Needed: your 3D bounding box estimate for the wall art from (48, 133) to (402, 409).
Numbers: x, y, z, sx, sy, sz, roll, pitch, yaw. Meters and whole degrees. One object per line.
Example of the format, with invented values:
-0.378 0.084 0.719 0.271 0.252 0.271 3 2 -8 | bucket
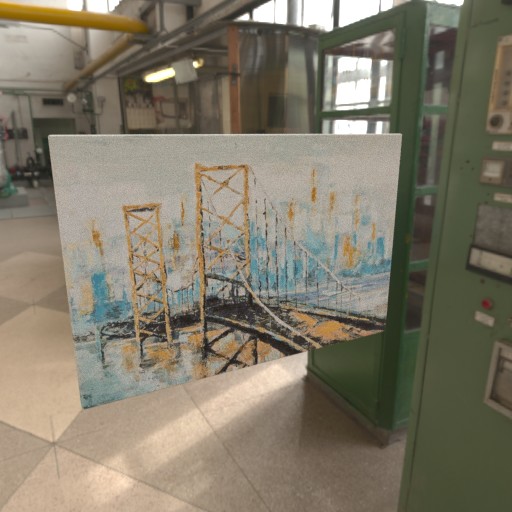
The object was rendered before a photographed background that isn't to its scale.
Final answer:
0.000 0.000 1.150 0.913 0.609 0.038 -8 18 -26 | wall art
